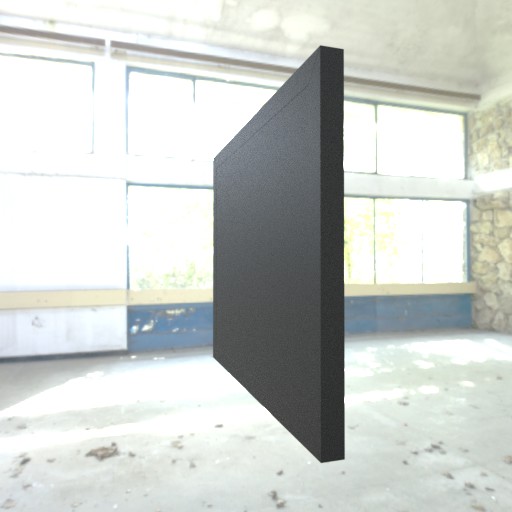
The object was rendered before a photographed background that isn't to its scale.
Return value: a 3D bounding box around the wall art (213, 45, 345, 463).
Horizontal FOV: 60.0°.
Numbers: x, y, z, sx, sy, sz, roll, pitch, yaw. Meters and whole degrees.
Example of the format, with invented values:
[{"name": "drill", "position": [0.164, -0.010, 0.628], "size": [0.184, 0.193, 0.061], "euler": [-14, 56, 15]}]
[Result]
[{"name": "wall art", "position": [0.000, 0.000, 0.754], "size": [0.029, 0.457, 0.558], "euler": [0, -1, -18]}]
